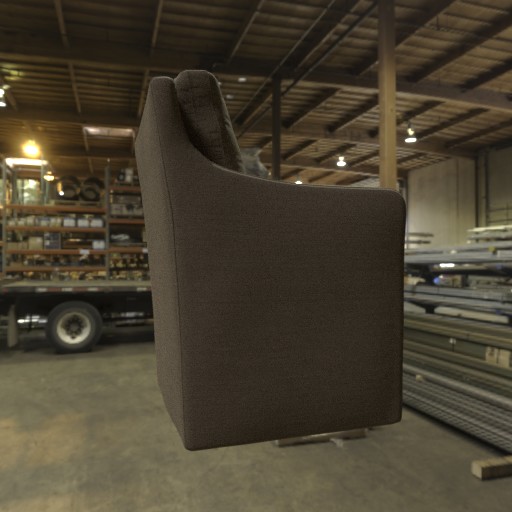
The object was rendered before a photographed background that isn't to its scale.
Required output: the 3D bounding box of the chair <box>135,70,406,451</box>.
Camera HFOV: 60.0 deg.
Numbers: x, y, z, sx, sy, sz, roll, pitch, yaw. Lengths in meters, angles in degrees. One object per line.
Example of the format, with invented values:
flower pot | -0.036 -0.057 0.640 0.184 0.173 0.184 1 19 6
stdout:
chair | 0.000 0.000 1.369 0.694 0.914 0.626 0 -1 -19
